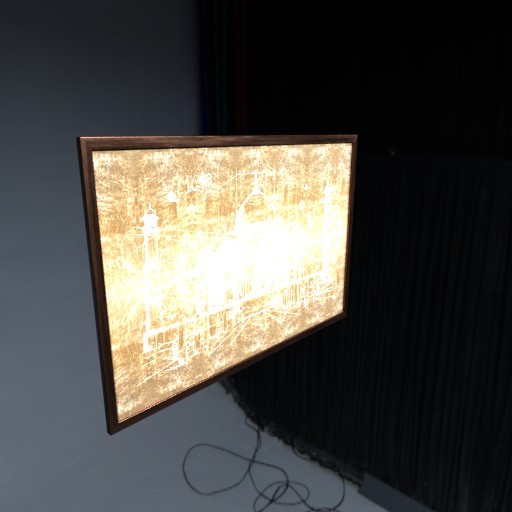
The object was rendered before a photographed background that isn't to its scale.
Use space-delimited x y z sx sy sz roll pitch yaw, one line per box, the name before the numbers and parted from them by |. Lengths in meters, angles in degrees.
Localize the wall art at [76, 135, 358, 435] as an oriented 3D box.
wall art | 0.000 0.000 1.068 0.014 0.559 0.816 15 21 43
